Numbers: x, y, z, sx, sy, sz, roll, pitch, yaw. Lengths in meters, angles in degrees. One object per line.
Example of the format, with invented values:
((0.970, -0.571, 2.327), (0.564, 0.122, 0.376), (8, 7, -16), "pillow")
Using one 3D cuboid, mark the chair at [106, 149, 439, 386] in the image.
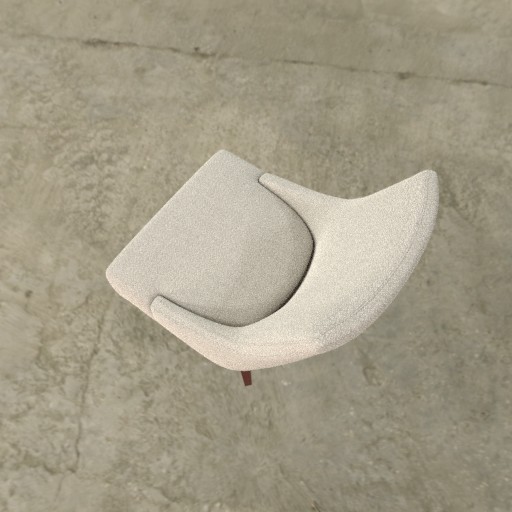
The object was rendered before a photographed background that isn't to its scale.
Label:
((0.000, 0.000, 1.492), (0.861, 0.909, 0.701), (33, 69, 15), "chair")
